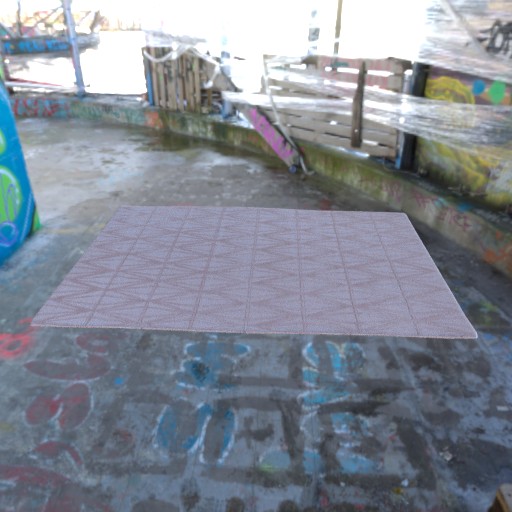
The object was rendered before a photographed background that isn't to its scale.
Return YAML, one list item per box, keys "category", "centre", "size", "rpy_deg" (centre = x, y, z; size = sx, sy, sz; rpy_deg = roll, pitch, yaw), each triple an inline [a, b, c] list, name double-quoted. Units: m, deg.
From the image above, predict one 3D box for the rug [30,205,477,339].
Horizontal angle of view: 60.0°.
- category: "rug"
  centre: [0.000, 0.000, 2.329]
  size: [1.837, 0.025, 1.230]
  rpy_deg: [1, 30, 2]
